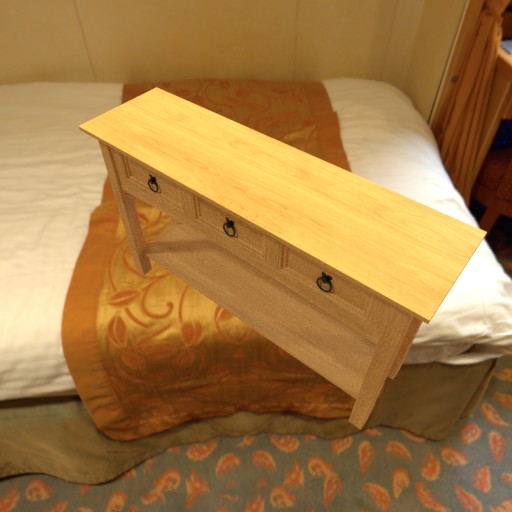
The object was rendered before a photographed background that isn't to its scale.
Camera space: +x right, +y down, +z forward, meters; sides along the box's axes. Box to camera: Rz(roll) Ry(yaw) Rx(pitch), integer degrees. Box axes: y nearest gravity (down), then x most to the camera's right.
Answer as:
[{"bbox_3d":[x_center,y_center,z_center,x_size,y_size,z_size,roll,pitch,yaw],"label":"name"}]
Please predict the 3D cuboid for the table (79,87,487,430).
[{"bbox_3d":[0.000,0.000,1.573,1.240,0.730,0.350,31,54,25],"label":"table"}]
